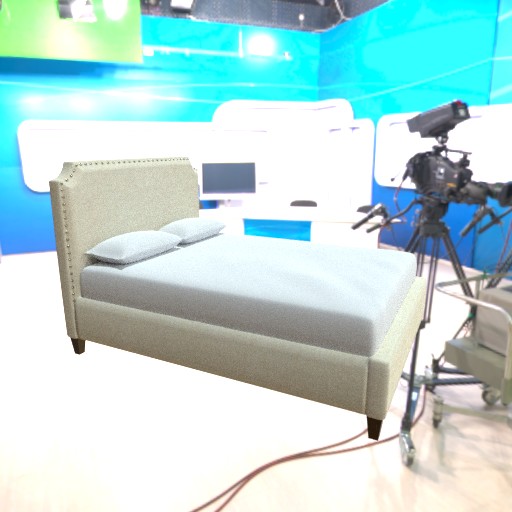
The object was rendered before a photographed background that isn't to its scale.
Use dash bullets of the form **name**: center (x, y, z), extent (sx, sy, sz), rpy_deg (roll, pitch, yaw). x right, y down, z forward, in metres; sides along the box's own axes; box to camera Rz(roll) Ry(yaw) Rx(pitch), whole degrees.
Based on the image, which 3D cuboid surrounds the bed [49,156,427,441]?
- **bed**: center (0.000, 0.000, 3.449), extent (2.381, 1.457, 1.713), rpy_deg (7, 16, 26)
